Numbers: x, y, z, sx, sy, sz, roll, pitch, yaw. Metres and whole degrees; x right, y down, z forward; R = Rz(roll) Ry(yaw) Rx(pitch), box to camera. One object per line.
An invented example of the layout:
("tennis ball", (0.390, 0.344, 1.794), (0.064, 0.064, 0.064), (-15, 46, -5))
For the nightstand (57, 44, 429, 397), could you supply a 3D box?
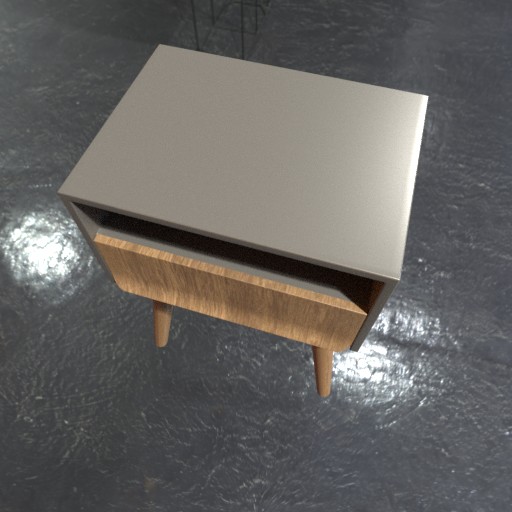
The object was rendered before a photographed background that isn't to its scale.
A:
("nightstand", (0.000, 0.000, 0.734), (0.370, 0.508, 0.288), (15, 60, 9))
